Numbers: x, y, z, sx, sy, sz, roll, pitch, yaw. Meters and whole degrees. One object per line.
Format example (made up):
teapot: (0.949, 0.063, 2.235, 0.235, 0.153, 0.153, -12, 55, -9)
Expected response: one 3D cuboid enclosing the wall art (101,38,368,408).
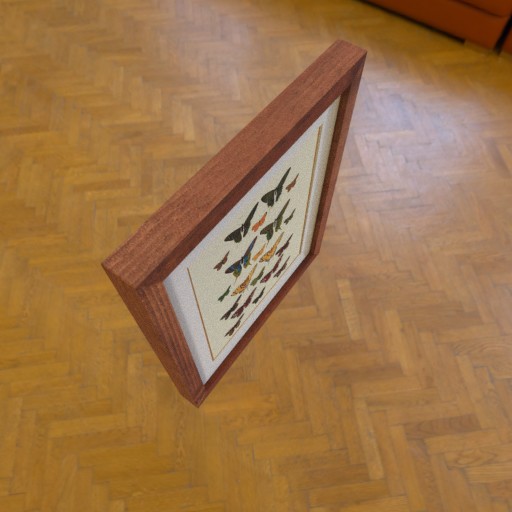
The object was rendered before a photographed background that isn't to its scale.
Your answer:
wall art: (0.000, 0.000, 0.629, 0.039, 0.449, 0.377, 33, 65, 18)
